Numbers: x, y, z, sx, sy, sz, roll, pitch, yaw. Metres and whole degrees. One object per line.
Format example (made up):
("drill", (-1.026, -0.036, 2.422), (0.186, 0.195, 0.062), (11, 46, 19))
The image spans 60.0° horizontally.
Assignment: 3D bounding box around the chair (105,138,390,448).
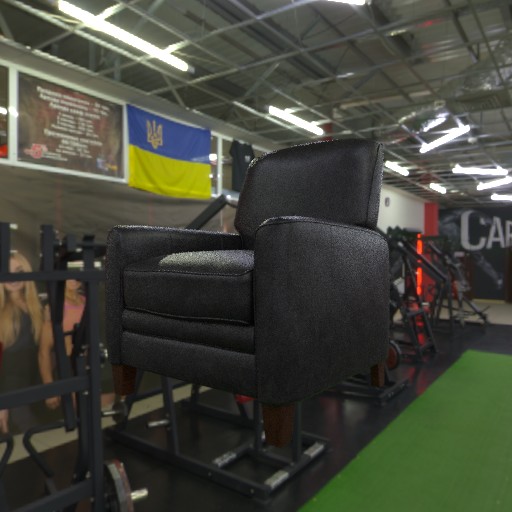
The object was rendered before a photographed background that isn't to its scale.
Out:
("chair", (0.000, 0.000, 1.695), (0.848, 1.014, 0.864), (1, 1, 38))
